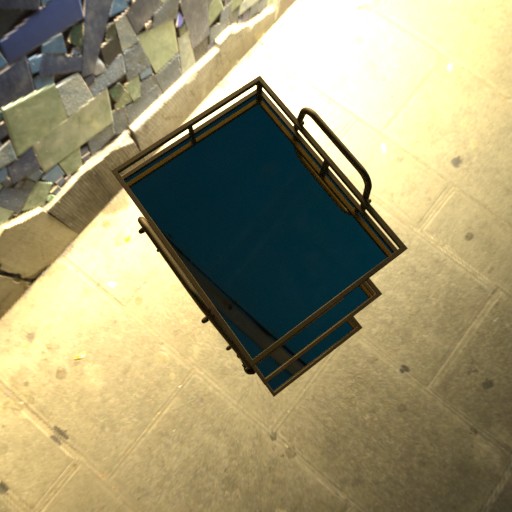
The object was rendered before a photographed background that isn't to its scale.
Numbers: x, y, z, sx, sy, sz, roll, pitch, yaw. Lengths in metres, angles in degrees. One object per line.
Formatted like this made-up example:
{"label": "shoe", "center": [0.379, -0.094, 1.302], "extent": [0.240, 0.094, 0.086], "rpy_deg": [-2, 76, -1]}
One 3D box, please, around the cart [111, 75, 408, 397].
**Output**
{"label": "cart", "center": [0.000, 0.000, 1.257], "extent": [0.441, 0.883, 0.711], "rpy_deg": [-36, 78, -9]}
